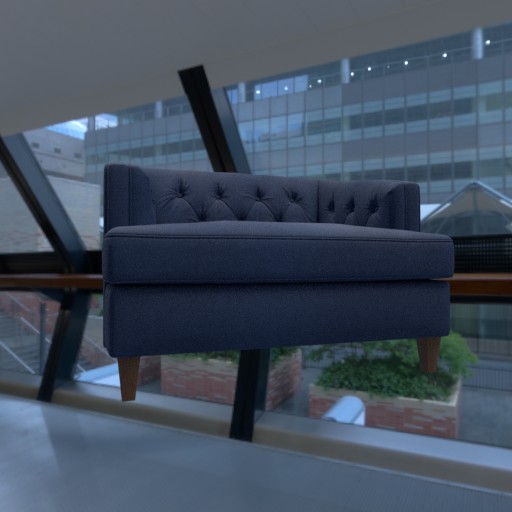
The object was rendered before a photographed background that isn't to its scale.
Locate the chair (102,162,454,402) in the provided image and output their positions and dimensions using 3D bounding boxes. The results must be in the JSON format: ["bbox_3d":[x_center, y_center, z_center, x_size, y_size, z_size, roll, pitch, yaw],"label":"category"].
[{"bbox_3d":[0.000,0.000,1.719,1.118,0.787,0.914,0,-1,-18],"label":"chair"}]
